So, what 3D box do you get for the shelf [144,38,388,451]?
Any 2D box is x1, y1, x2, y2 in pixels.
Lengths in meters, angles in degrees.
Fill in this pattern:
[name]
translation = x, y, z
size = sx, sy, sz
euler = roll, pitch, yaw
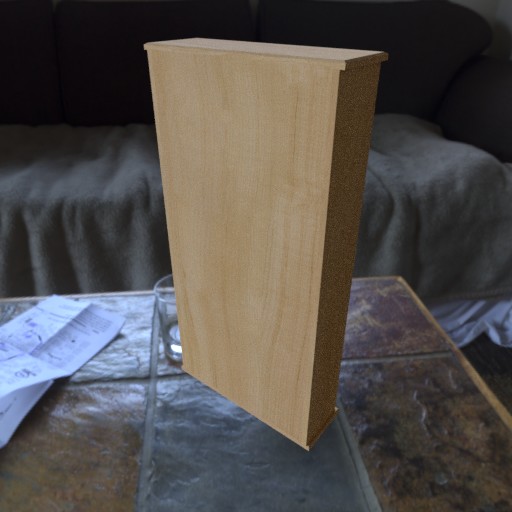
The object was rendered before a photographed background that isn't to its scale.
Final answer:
[shelf]
translation = 0.000, 0.000, 1.202
size = 0.520, 1.030, 0.175
euler = 22, 37, 32
